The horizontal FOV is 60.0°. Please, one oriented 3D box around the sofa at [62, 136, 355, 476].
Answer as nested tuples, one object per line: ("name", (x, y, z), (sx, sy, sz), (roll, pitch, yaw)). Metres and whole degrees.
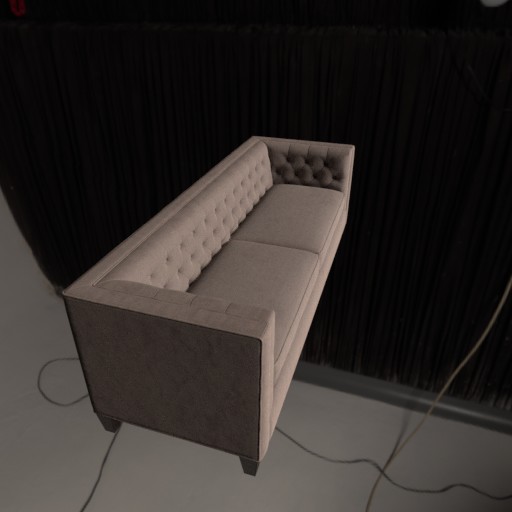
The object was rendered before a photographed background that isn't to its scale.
("sofa", (0.000, 0.000, 2.548), (0.775, 0.762, 2.159), (10, 32, 16))
